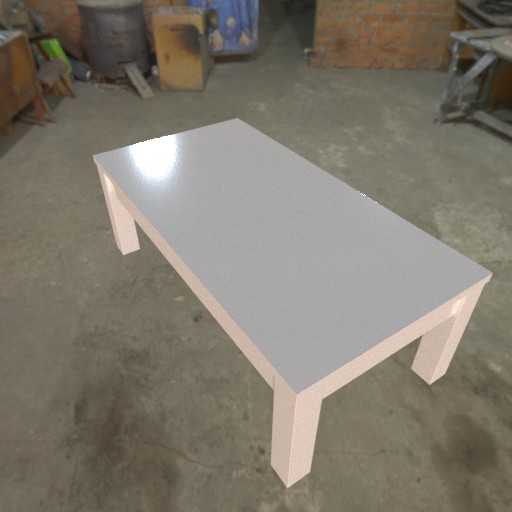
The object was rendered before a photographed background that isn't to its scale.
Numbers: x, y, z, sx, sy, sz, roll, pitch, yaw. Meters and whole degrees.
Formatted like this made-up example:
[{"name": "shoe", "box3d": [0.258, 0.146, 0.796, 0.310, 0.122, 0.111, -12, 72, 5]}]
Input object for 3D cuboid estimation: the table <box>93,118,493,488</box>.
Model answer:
[{"name": "table", "box3d": [0.000, 0.000, 1.679, 0.700, 0.470, 1.350, -23, 45, -26]}]
